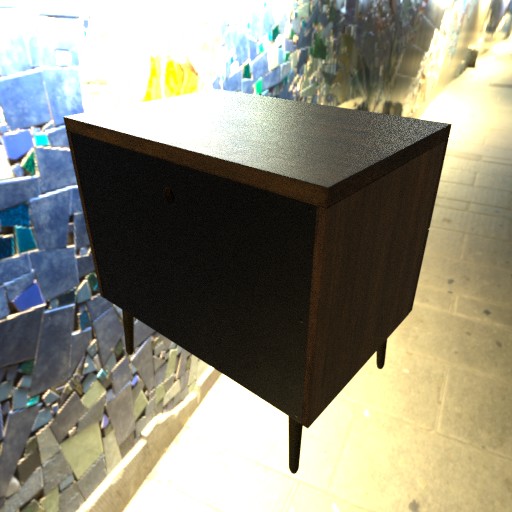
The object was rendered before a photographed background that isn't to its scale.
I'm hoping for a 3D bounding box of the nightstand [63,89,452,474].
[{"bbox_3d":[0.000,0.000,1.008,0.610,0.610,0.458,22,36,34],"label":"nightstand"}]
